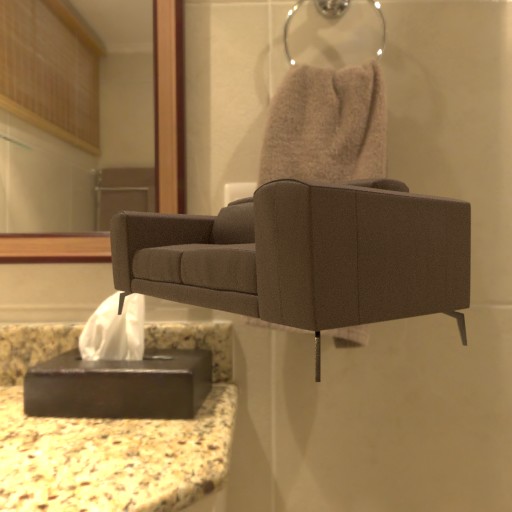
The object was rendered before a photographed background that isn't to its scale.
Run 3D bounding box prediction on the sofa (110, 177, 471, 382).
[{"bbox_3d":[0.000,0.000,2.406,1.003,0.779,1.895,-1,1,-37],"label":"sofa"}]
